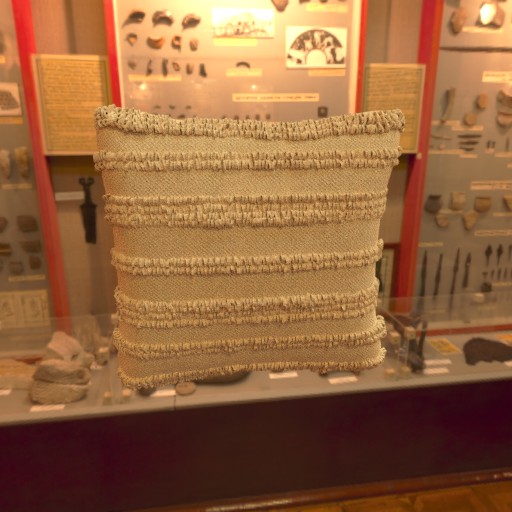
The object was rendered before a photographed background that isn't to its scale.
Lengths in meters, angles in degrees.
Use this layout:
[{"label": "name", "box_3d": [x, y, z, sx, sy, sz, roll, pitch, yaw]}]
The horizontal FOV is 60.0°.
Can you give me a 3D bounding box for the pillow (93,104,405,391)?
[{"label": "pillow", "box_3d": [0.000, 0.000, 0.661, 0.437, 0.427, 0.145, -2, 17, -7]}]
